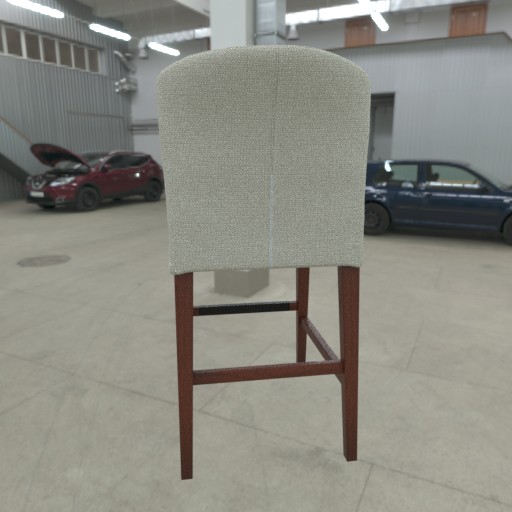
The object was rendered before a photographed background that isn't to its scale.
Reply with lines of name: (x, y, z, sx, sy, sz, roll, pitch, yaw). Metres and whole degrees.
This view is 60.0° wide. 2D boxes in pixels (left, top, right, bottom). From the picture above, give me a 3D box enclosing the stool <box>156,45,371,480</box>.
stool: (0.000, 0.000, 1.229, 0.481, 0.969, 0.568, -2, 13, -9)
